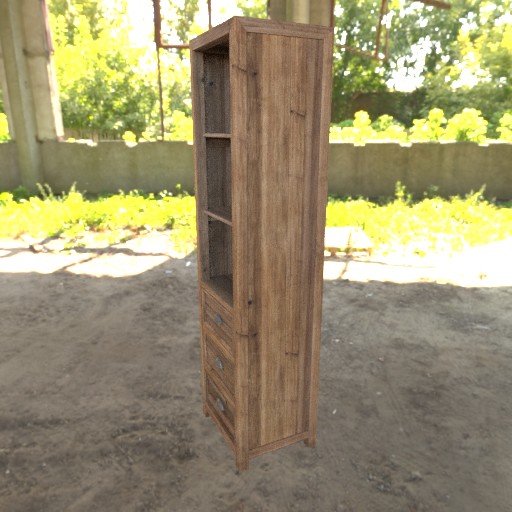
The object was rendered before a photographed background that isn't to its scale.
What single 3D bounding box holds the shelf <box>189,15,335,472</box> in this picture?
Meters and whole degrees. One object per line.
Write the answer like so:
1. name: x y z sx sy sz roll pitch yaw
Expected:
1. shelf: 0.000 0.000 2.086 0.428 1.900 0.500 -8 18 -25
